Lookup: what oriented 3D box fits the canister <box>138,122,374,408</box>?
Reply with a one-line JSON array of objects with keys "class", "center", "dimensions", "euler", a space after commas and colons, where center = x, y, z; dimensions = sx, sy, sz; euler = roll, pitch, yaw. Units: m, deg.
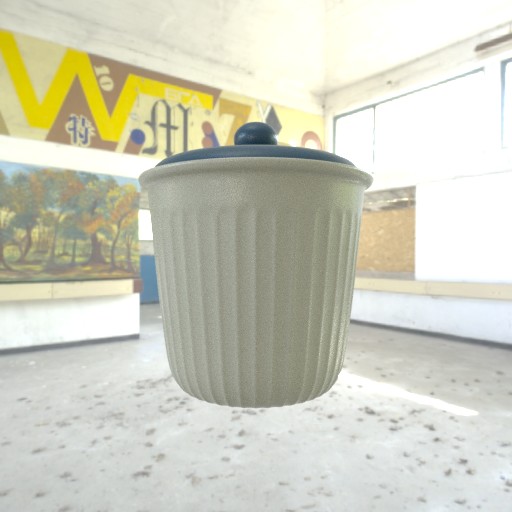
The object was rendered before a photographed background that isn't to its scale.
[{"class": "canister", "center": [0.000, 0.000, 0.353], "dimensions": [0.181, 0.211, 0.181], "euler": [0, 0, 0]}]
